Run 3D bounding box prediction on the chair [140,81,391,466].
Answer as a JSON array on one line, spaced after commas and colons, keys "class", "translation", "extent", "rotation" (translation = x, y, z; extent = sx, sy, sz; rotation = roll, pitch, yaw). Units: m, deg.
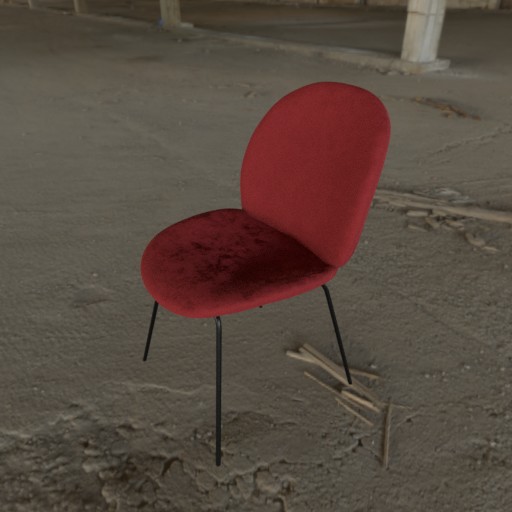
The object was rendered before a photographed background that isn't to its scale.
[{"class": "chair", "translation": [0.000, 0.000, 1.160], "extent": [0.587, 0.791, 0.458], "rotation": [-21, 37, -30]}]
